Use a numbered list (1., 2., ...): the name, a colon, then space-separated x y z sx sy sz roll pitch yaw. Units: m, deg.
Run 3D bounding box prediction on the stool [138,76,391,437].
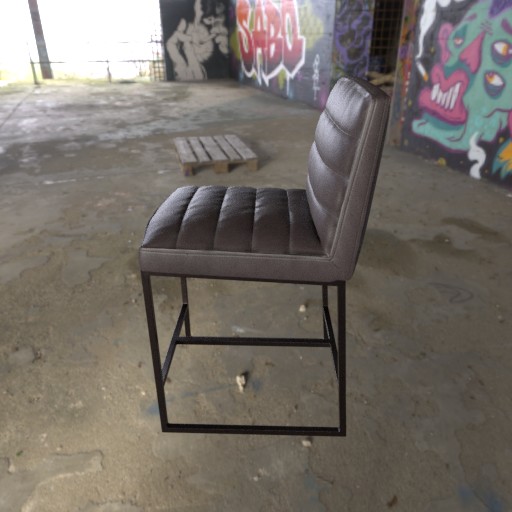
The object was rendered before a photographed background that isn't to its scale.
1. stool: 0.000 0.000 1.273 0.562 0.946 0.463 1 27 1
